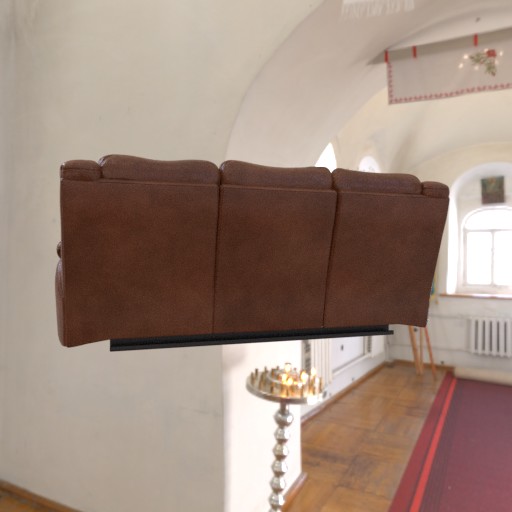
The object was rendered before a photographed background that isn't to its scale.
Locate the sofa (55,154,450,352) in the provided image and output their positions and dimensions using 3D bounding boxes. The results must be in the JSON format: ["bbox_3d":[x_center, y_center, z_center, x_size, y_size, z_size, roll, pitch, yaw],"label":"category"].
[{"bbox_3d":[0.000,0.000,2.847,2.337,1.043,0.991,0,0,-18],"label":"sofa"}]
